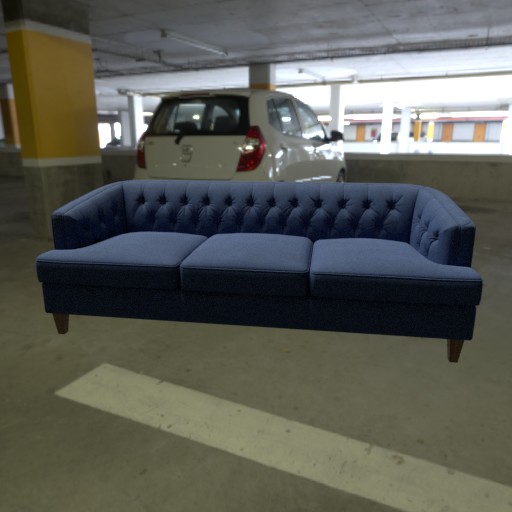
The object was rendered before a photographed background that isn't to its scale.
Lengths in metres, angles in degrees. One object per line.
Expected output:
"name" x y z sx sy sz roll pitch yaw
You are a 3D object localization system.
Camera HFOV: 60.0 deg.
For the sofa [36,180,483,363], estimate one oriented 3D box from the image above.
"sofa" 0.000 0.000 2.603 2.235 0.787 0.914 2 15 9
